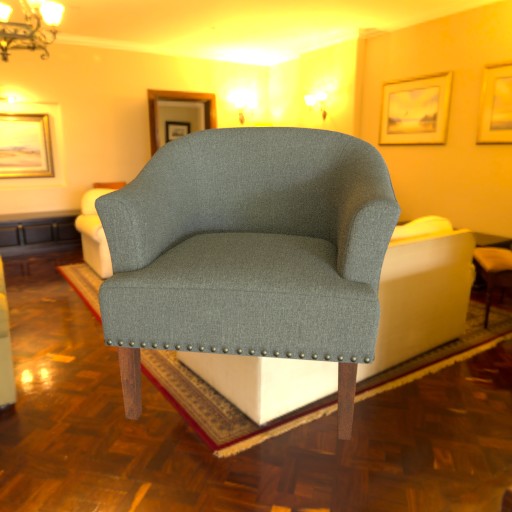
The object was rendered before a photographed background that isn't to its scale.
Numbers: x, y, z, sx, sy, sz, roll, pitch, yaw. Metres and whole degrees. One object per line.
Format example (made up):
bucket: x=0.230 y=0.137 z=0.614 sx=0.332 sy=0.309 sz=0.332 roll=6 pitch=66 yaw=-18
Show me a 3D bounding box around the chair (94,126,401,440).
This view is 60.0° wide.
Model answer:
chair: x=0.000 y=0.000 z=1.394 sx=0.798 sy=0.815 sz=0.704 roll=2 pitch=14 yaw=9
